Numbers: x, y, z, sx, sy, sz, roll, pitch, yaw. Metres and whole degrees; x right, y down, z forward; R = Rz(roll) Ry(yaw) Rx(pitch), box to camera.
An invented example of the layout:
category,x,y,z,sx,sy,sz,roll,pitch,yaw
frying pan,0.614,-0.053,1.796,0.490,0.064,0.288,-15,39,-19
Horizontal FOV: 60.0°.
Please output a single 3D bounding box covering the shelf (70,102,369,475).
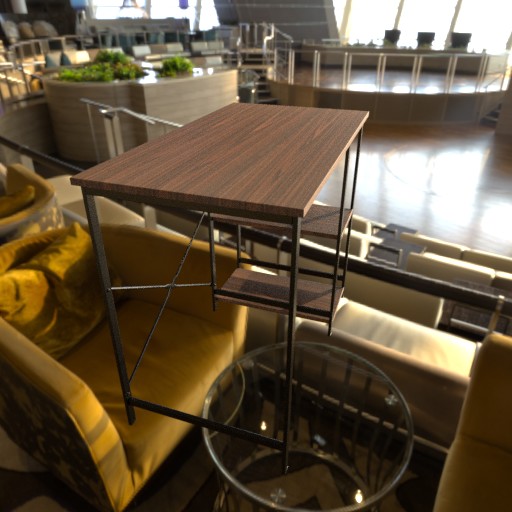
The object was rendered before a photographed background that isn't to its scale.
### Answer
category,x,y,z,sx,sy,sz,roll,pitch,yaw
shelf,0.000,0.000,1.396,0.498,0.750,0.902,10,31,17
